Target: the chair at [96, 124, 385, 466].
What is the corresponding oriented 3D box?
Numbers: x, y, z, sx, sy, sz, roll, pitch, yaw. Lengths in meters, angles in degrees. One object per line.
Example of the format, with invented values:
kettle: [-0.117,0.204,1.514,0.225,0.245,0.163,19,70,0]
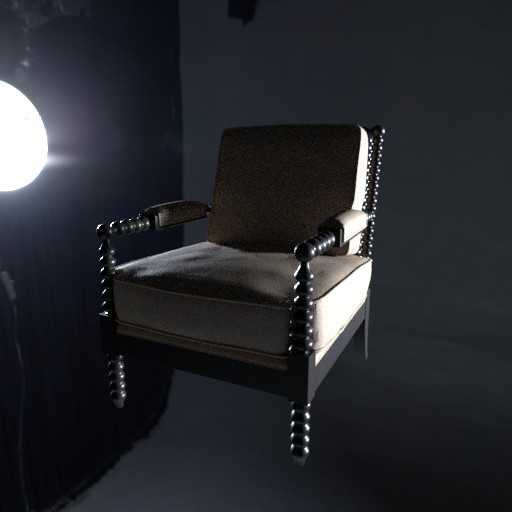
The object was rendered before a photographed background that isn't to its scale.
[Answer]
chair: [0.000,0.000,1.191,0.555,0.703,0.657,6,15,25]
